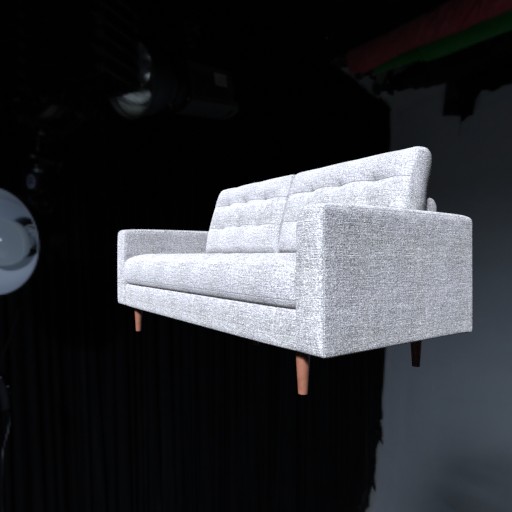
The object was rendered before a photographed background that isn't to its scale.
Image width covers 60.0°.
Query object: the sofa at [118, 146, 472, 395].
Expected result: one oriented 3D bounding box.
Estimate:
[{"bbox_3d":[0.000,0.000,2.261,0.863,0.902,1.821,0,0,-35],"label":"sofa"}]
